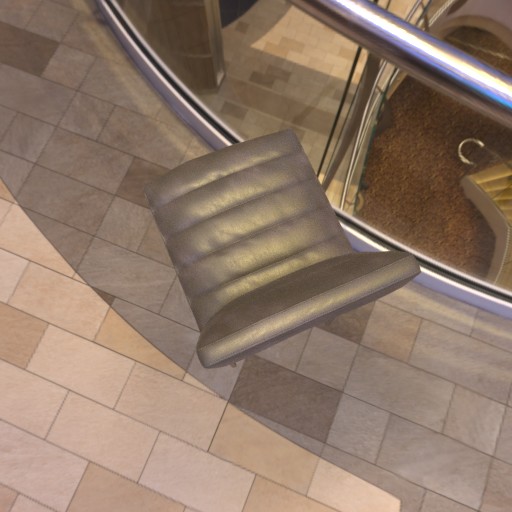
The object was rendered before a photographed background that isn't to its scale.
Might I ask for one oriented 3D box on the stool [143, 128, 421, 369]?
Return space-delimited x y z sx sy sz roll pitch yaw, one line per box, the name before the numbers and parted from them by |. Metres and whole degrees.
stool | 0.000 0.000 1.357 0.463 1.065 0.562 -23 77 -6
